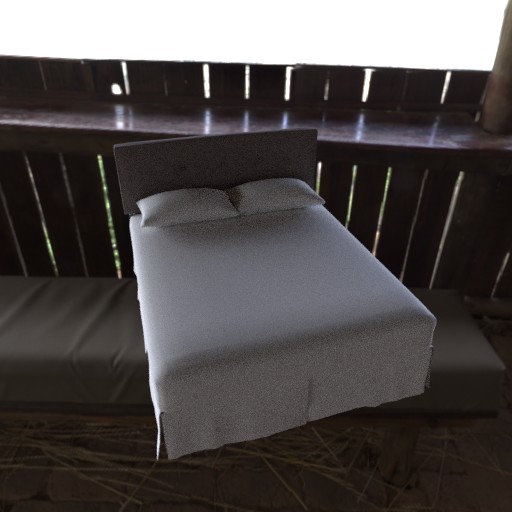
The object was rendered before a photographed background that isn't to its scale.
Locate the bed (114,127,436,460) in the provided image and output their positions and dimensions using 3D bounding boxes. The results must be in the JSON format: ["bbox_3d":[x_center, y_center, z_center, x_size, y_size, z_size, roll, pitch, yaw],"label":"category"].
[{"bbox_3d":[0.000,0.000,2.906,1.610,1.089,1.894,-9,33,-15],"label":"bed"}]
